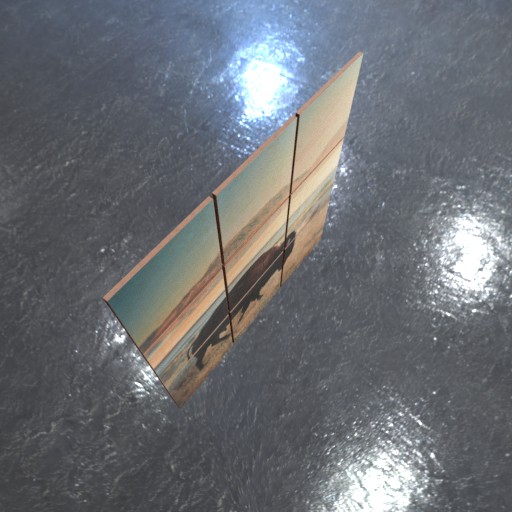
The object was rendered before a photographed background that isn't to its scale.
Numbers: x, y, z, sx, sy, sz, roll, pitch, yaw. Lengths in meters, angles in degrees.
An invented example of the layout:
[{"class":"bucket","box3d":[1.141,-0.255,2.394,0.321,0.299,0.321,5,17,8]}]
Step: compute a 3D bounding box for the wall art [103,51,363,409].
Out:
[{"class":"wall art","box3d":[0.000,0.000,1.376,0.018,0.904,0.906,33,65,18]}]
